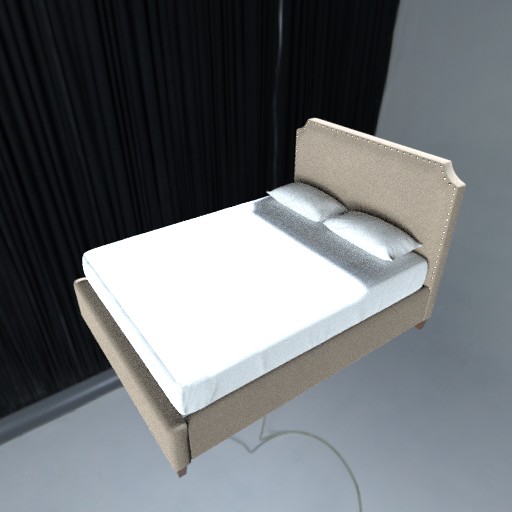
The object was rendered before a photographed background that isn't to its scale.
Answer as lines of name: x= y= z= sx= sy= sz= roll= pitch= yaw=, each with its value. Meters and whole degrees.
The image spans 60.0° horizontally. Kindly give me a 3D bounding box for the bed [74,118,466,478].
bed: x=0.000 y=0.000 z=3.338 sx=2.329 sy=1.415 sz=1.703 roll=-21 pitch=37 yaw=-30
